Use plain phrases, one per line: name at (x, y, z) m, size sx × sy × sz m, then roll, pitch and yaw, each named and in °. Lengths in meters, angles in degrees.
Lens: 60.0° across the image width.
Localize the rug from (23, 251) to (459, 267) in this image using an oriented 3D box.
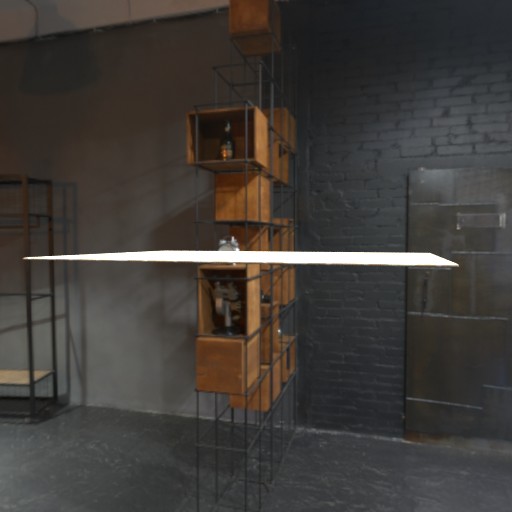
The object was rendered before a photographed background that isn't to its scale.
rug at (0.000, 0.000, 2.765) m, size 2.134 × 0.010 × 1.524 m, roll 1°, pitch 2°, yaw 17°
